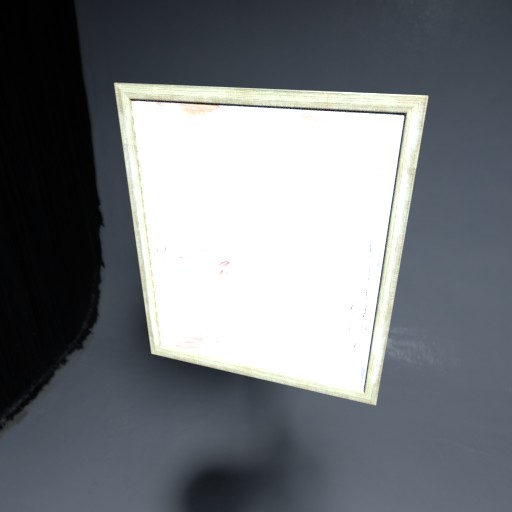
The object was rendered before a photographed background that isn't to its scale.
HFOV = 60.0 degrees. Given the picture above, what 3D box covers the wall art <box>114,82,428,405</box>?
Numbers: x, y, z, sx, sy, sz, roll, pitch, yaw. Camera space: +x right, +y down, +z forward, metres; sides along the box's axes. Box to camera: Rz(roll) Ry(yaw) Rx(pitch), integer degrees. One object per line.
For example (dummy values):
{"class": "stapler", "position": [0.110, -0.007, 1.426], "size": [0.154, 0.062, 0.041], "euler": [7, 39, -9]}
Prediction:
{"class": "wall art", "position": [0.000, 0.000, 0.785], "size": [0.483, 0.559, 0.009], "euler": [9, 29, 16]}
